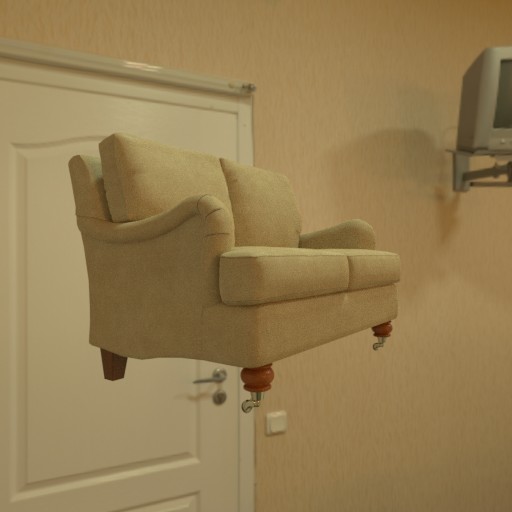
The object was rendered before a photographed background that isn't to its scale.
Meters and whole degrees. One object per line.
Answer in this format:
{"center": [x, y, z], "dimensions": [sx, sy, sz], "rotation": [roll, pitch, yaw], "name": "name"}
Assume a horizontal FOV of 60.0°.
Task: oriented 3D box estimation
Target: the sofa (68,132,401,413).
{"center": [0.000, 0.000, 2.278], "dimensions": [1.086, 1.087, 1.498], "rotation": [0, 0, 36], "name": "sofa"}
